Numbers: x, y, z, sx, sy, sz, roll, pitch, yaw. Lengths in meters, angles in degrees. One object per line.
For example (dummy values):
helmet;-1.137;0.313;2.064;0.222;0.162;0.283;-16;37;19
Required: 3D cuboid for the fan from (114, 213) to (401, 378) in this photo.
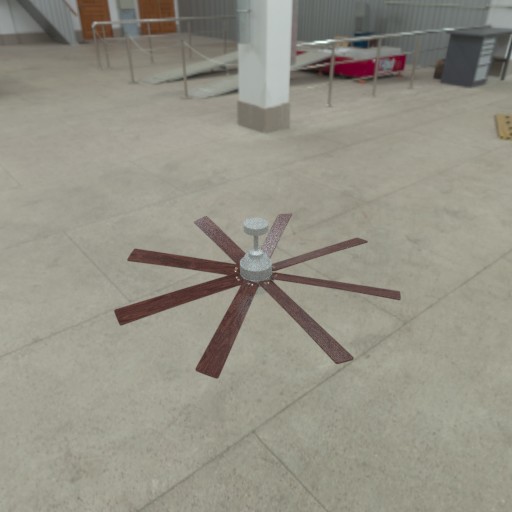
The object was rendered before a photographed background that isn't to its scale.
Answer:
fan;0.000;0.000;2.843;1.830;0.472;1.830;8;32;13
